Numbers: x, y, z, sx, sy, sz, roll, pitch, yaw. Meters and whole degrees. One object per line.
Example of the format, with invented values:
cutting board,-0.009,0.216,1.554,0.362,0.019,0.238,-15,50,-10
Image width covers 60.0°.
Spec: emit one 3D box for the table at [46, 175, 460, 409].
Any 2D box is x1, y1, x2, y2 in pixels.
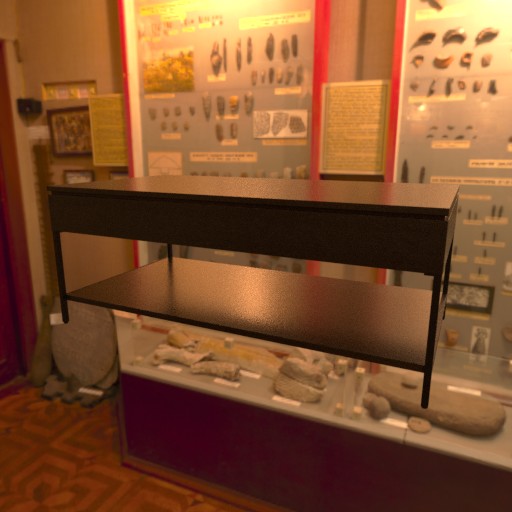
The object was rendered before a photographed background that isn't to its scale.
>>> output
table,0.000,0.000,1.377,1.095,0.435,0.574,7,16,25
